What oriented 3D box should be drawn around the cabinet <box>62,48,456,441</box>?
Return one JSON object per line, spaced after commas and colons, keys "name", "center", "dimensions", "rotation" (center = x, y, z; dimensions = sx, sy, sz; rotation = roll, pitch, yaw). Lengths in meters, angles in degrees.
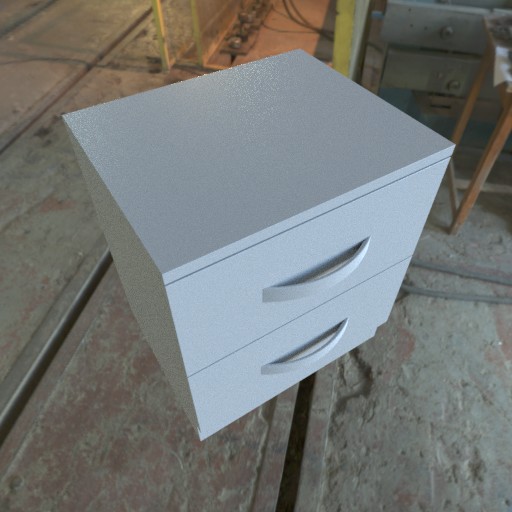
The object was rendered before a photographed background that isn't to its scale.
{"name": "cabinet", "center": [0.000, 0.000, 0.747], "dimensions": [0.400, 0.470, 0.360], "rotation": [-25, 53, -21]}
